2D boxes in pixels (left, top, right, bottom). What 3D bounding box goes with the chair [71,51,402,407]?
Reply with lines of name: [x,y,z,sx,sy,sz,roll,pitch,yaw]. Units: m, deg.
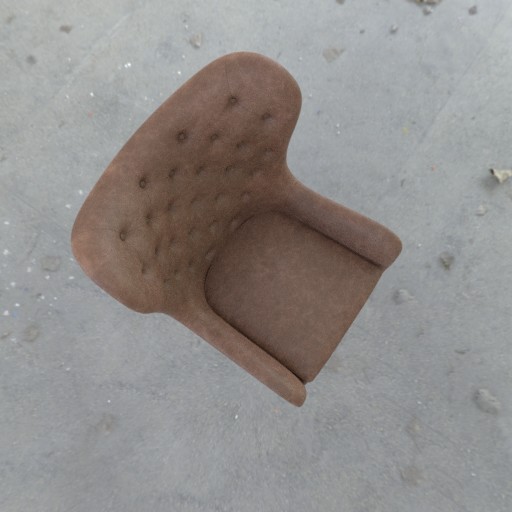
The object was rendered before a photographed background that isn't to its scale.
chair: [0.000,0.000,1.708,0.930,1.079,0.831,34,78,8]
